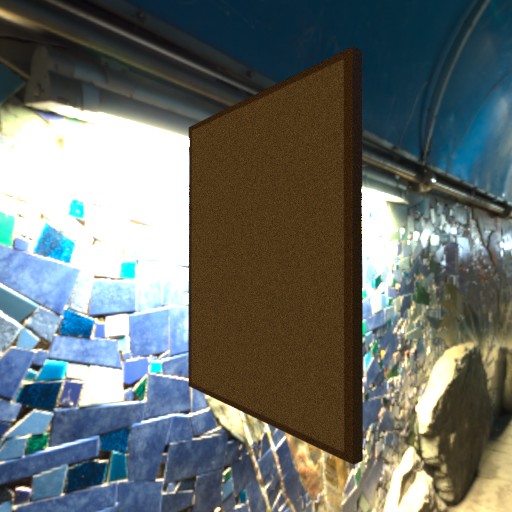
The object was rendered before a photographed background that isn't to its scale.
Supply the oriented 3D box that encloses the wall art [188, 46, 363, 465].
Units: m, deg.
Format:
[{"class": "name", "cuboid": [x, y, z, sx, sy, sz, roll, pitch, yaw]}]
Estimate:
[{"class": "wall art", "cuboid": [0.000, 0.000, 0.766, 0.021, 0.550, 0.449, 0, 0, -37]}]
